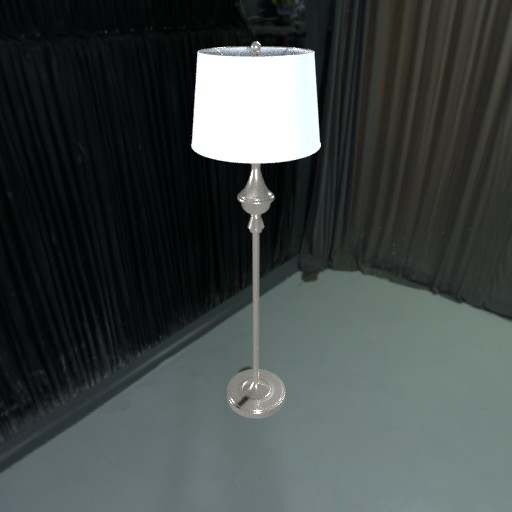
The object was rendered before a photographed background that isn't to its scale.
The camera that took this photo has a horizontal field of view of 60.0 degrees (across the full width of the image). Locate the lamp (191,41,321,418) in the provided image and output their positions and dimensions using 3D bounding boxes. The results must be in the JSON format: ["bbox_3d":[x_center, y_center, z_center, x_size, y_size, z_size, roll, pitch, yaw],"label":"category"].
[{"bbox_3d":[0.000,0.000,1.703,0.431,1.488,0.431,0,29,0],"label":"lamp"}]
